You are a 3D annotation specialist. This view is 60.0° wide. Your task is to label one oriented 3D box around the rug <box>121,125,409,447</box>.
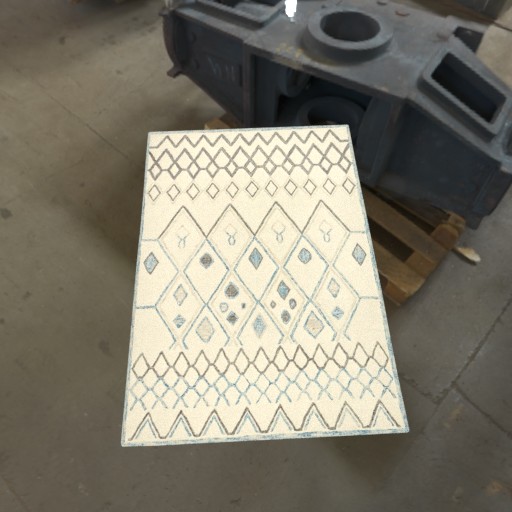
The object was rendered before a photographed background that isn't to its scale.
[{"bbox_3d":[0.000,0.000,2.359,1.260,0.009,1.820,-2,62,-1],"label":"rug"}]
